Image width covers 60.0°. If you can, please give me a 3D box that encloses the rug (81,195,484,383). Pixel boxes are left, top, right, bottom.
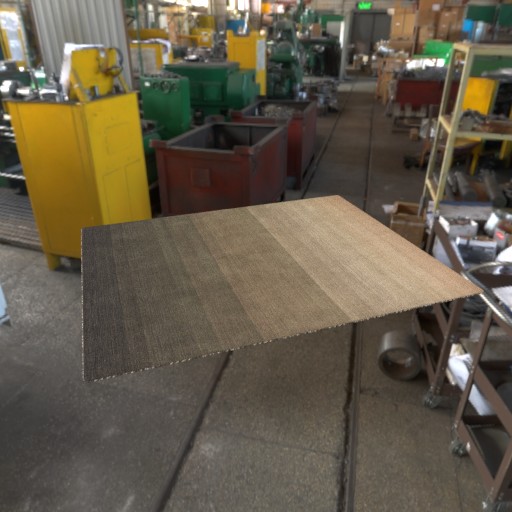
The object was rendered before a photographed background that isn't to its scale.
[{"bbox_3d":[0.000,0.000,3.909,2.902,0.017,2.306,-9,29,-17],"label":"rug"}]
